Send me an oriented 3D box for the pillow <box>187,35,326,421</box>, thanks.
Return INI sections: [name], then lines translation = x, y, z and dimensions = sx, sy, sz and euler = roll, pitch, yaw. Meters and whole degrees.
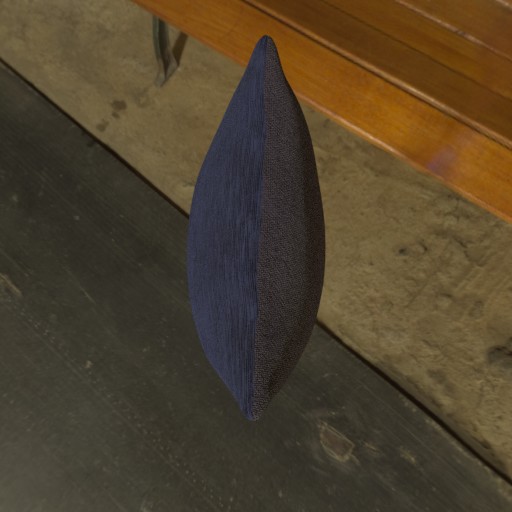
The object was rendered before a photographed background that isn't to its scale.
[pillow]
translation = 0.000, 0.000, 0.699
dimensions = 0.204, 0.439, 0.452
euler = 2, 77, 1
